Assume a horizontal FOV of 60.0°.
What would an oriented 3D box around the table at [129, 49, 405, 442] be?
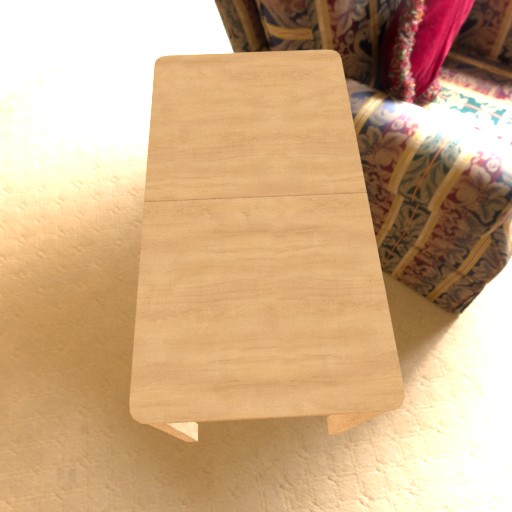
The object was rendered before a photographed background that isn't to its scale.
[{"bbox_3d":[0.000,0.000,1.893,0.750,0.900,1.400,-3,64,-1],"label":"table"}]
